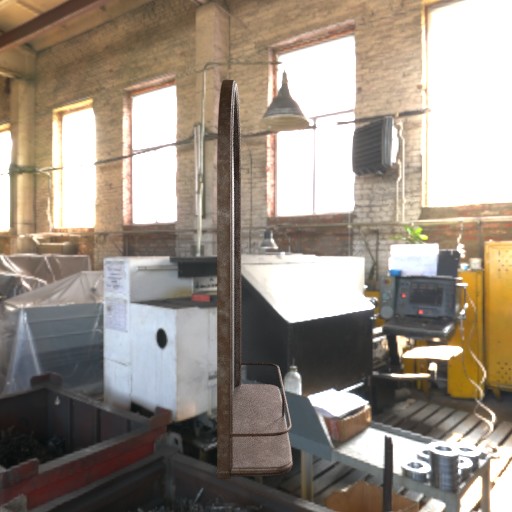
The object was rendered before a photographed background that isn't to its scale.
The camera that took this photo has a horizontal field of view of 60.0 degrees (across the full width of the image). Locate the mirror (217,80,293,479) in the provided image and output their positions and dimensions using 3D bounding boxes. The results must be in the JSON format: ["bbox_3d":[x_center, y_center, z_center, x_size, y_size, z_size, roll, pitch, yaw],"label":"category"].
[{"bbox_3d":[0.000,0.000,1.021,0.137,0.770,0.510,0,0,0],"label":"mirror"}]
